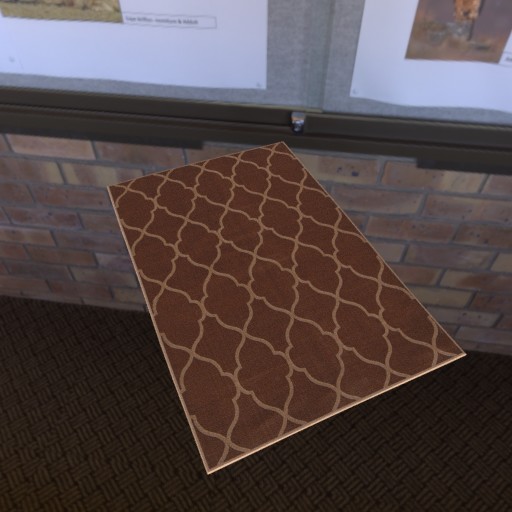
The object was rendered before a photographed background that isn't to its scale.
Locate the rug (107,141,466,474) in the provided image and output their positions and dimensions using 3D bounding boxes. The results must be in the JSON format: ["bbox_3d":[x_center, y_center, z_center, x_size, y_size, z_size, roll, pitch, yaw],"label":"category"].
[{"bbox_3d":[0.000,0.000,2.939,1.526,0.014,2.290,-18,50,-16],"label":"rug"}]
